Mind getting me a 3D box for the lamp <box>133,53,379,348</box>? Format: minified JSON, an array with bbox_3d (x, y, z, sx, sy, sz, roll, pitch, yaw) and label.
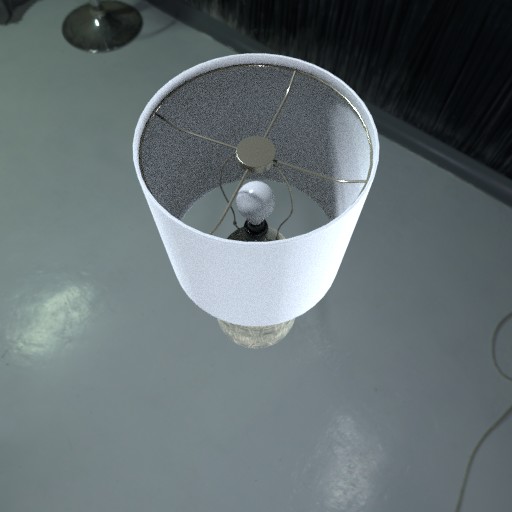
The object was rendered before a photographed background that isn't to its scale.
[{"bbox_3d":[0.000,0.000,0.585,0.211,0.455,0.211,33,68,16],"label":"lamp"}]
